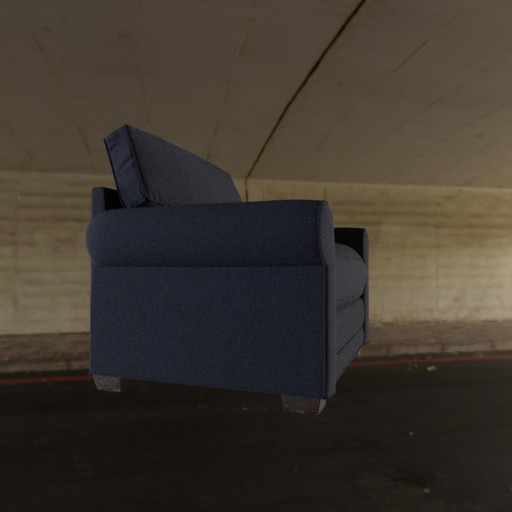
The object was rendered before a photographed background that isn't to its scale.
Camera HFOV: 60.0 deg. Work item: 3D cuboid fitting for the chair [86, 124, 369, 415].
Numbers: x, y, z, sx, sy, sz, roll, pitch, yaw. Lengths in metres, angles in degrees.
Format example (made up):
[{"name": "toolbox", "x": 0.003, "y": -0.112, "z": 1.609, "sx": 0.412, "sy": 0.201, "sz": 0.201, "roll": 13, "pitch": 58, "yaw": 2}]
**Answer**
[{"name": "chair", "x": 0.000, "y": 0.000, "z": 2.063, "sx": 0.963, "sy": 1.044, "sz": 1.285, "roll": 0, "pitch": -1, "yaw": 20}]
